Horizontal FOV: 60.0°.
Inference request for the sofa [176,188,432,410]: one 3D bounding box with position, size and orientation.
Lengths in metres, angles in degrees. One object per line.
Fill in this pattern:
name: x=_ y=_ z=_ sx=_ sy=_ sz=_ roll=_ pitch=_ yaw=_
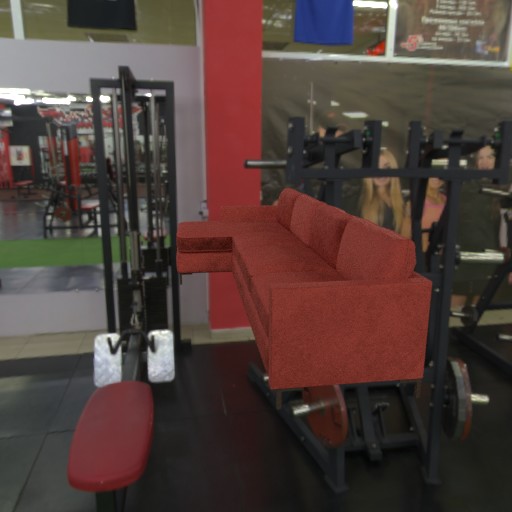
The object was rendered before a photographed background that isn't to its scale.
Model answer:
sofa: x=0.000 y=0.000 z=4.025 sx=1.500 sy=0.967 sz=3.400 roll=-2 pitch=14 yaw=-8
